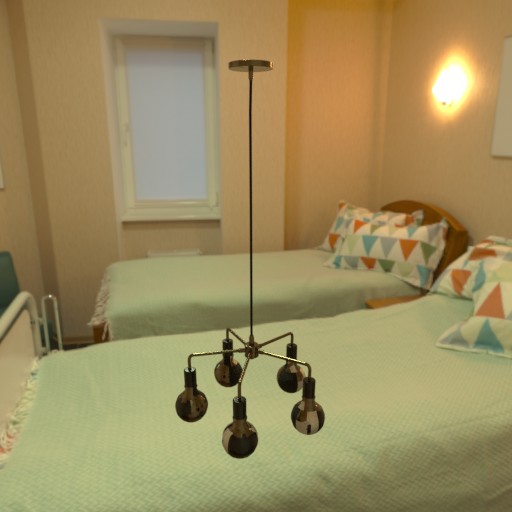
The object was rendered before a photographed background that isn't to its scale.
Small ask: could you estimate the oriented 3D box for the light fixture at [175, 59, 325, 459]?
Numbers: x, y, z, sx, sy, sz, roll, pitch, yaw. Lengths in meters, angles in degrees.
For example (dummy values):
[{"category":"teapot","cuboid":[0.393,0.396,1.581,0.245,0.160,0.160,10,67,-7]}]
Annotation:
[{"category":"light fixture","cuboid":[0.000,0.000,1.230,0.421,0.988,0.438,-14,21,-43]}]
